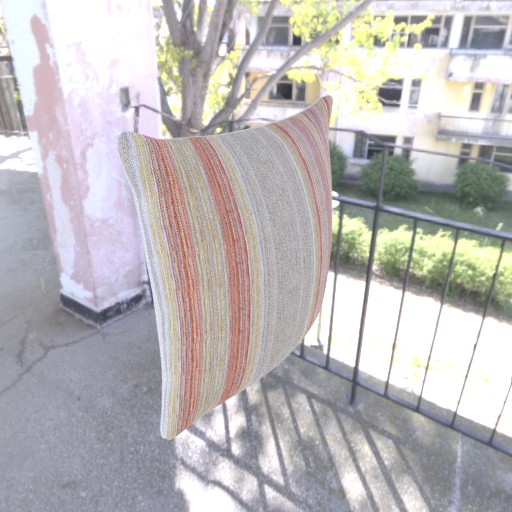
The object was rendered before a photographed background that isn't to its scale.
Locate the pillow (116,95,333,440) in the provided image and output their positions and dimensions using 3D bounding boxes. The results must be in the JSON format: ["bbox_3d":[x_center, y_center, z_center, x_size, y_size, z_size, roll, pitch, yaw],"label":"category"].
[{"bbox_3d":[0.000,0.000,0.700,0.191,0.449,0.451,18,32,32],"label":"pillow"}]
